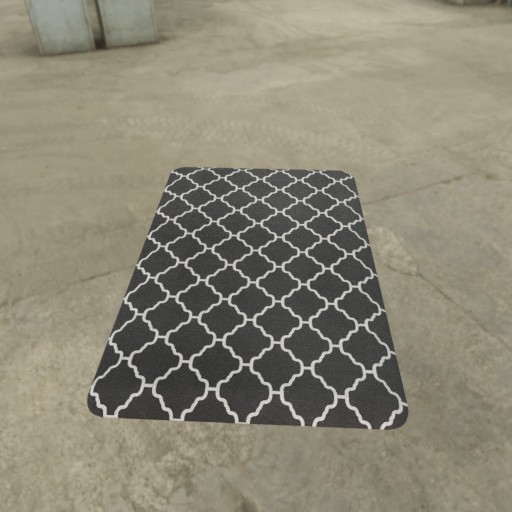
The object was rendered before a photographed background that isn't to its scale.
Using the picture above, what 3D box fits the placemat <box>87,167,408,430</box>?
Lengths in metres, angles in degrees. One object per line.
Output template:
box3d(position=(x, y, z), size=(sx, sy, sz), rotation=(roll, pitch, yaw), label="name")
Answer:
box3d(position=(0.000, 0.000, 0.956), size=(0.508, 0.021, 0.762), rotation=(2, 41, 2), label="placemat")
